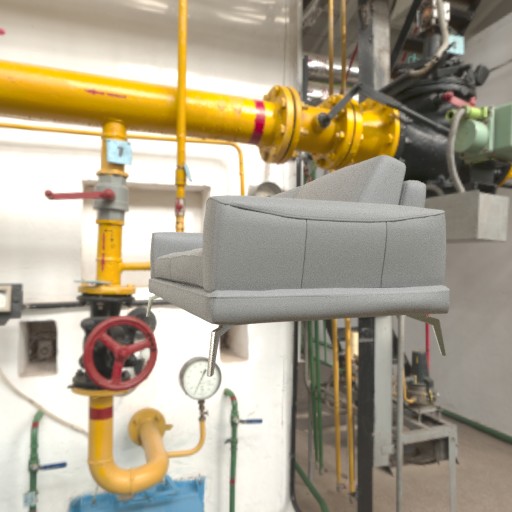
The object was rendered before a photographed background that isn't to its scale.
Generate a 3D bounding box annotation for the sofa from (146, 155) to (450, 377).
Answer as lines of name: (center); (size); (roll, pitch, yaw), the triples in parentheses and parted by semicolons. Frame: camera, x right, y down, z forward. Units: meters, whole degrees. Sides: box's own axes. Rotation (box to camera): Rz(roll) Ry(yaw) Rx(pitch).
sofa: (0.000, 0.000, 2.740); (1.121, 0.930, 2.177); (0, -1, -19)
